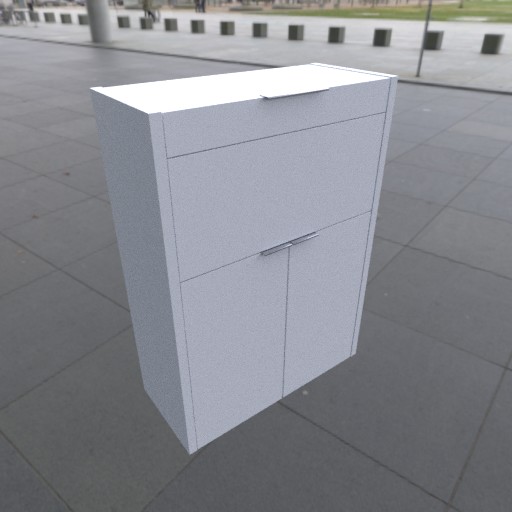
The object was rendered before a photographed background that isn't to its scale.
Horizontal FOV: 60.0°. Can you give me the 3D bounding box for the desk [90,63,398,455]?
[{"bbox_3d":[0.000,0.000,1.606,0.850,1.190,0.390,-21,37,-31],"label":"desk"}]
